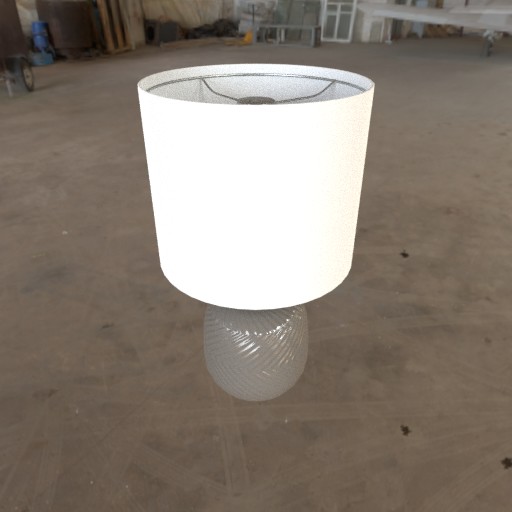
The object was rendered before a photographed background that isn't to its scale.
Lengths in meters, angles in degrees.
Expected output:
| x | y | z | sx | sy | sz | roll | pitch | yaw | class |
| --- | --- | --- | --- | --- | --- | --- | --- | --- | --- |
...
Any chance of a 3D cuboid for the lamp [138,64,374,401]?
| x | y | z | sx | sy | sz | roll | pitch | yaw | class |
| --- | --- | --- | --- | --- | --- | --- | --- | --- | --- |
| 0.000 | 0.000 | 0.489 | 0.207 | 0.366 | 0.207 | -20 | 36 | -30 | lamp |
